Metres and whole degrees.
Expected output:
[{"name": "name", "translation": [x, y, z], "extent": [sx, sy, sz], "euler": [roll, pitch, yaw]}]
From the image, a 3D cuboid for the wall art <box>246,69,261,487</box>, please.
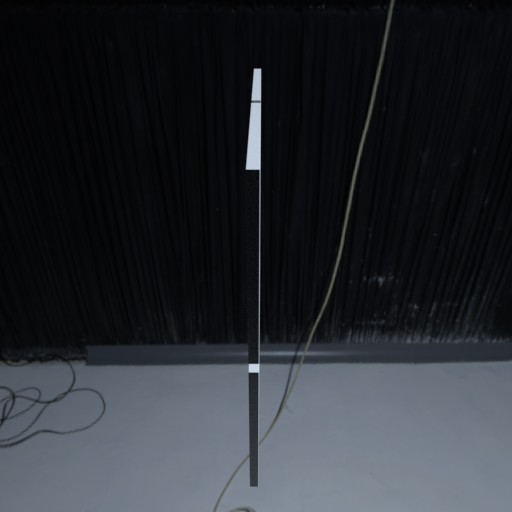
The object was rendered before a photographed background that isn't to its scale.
[{"name": "wall art", "translation": [0.000, 0.000, 1.656], "extent": [0.029, 1.118, 1.118], "euler": [0, 32, 1]}]
